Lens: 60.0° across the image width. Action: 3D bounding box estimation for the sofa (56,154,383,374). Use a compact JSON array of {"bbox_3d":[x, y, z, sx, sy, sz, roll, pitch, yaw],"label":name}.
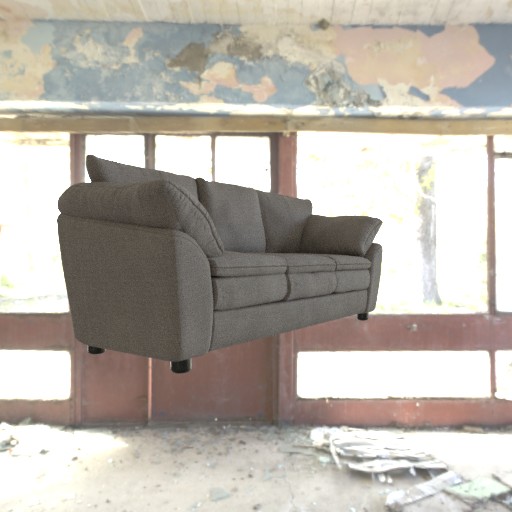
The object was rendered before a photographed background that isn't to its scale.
[{"bbox_3d":[0.000,0.000,2.865,0.878,0.996,2.334,0,0,37],"label":"sofa"}]
